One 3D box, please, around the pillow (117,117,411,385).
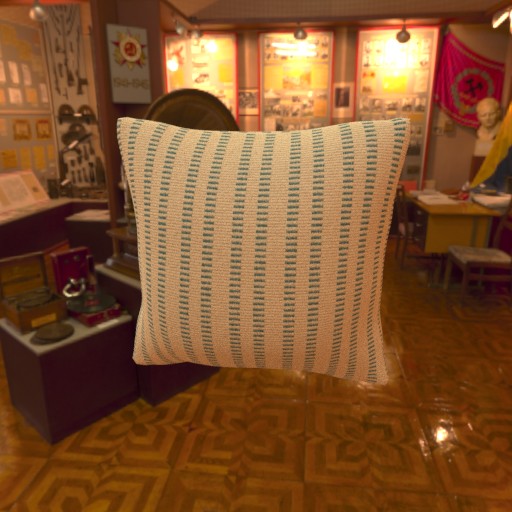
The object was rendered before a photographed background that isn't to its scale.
[{"bbox_3d":[0.000,0.000,0.700,0.438,0.419,0.247,3,17,9],"label":"pillow"}]
